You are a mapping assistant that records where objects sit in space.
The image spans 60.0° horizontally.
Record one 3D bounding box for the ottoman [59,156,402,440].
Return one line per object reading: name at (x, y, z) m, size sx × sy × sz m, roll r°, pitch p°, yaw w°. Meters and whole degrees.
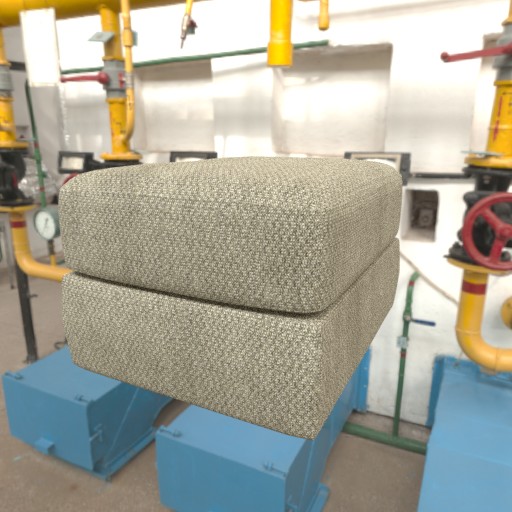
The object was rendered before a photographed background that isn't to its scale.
ottoman at (0.000, 0.000, 1.128) m, size 0.603 × 0.476 × 0.751 m, roll 8°, pitch 17°, yaw 26°
